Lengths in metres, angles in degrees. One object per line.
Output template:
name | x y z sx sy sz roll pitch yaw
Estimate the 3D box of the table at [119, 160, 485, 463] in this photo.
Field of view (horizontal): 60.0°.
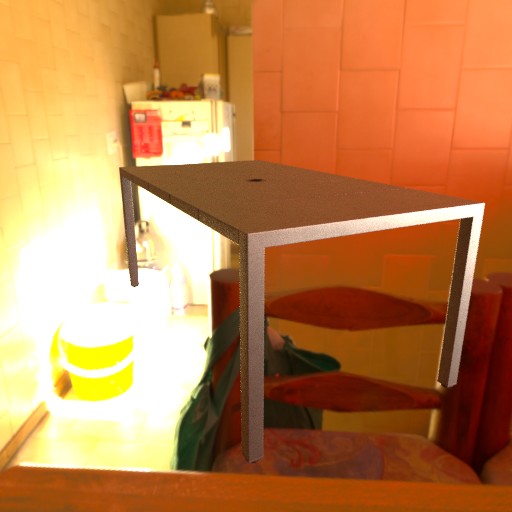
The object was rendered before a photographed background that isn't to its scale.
table | 0.000 0.000 2.149 0.914 0.735 1.680 -9 20 -26
